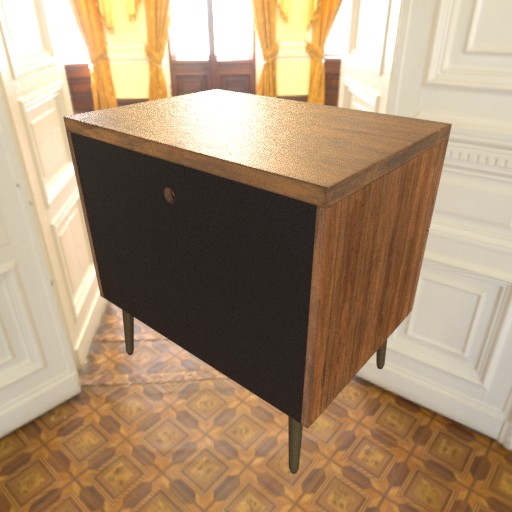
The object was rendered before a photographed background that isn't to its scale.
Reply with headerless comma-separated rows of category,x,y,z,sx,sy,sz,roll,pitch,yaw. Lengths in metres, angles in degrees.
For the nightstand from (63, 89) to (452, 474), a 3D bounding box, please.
nightstand,0.000,0.000,1.008,0.610,0.610,0.458,22,36,34
